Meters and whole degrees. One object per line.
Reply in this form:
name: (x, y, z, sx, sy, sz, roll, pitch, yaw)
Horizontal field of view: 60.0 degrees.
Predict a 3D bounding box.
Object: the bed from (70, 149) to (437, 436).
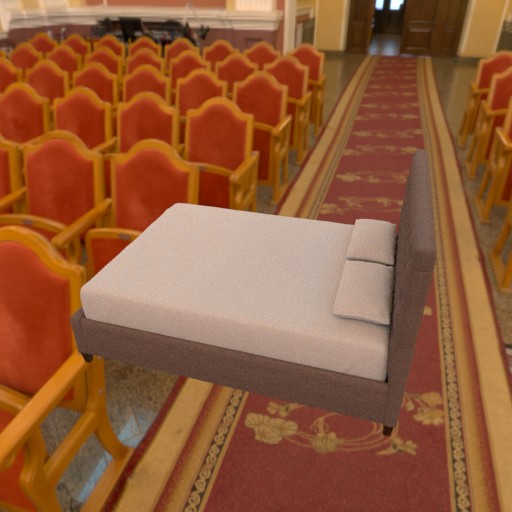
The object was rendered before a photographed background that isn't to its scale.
bed: (0.000, 0.000, 3.507, 2.387, 1.427, 1.698, 9, 32, 14)
